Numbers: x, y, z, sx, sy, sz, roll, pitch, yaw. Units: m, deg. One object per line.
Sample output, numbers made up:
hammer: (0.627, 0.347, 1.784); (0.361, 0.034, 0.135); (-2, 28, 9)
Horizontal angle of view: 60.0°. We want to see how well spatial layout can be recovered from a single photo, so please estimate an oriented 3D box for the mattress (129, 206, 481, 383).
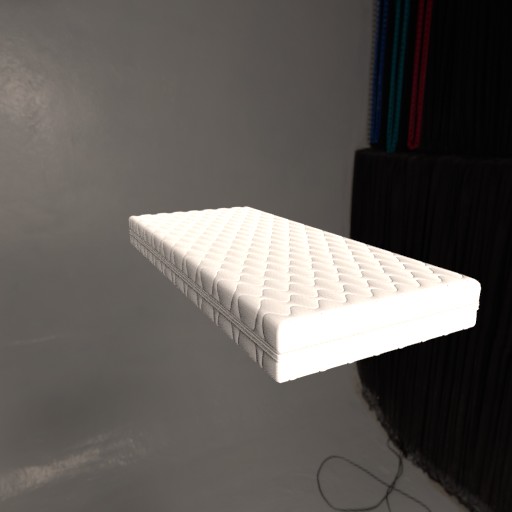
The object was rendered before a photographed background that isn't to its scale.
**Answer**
mattress: (0.000, 0.000, 2.352); (0.900, 0.200, 2.000); (-8, 17, -27)
